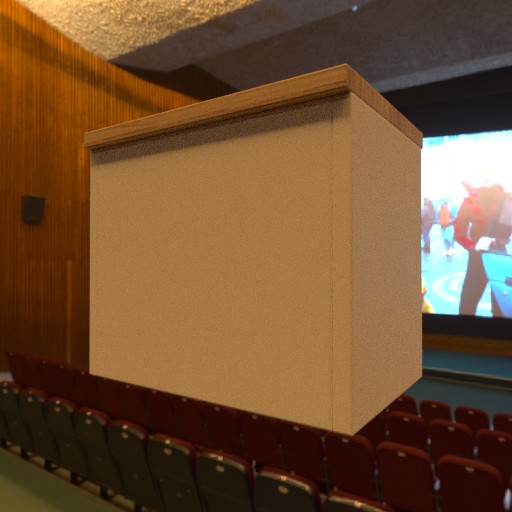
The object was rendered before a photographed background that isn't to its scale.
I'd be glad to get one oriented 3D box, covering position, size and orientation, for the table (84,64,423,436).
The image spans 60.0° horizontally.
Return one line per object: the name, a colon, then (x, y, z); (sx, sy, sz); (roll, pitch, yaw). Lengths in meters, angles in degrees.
table: (0.000, 0.000, 0.797); (0.500, 0.440, 0.360); (0, -1, 34)
